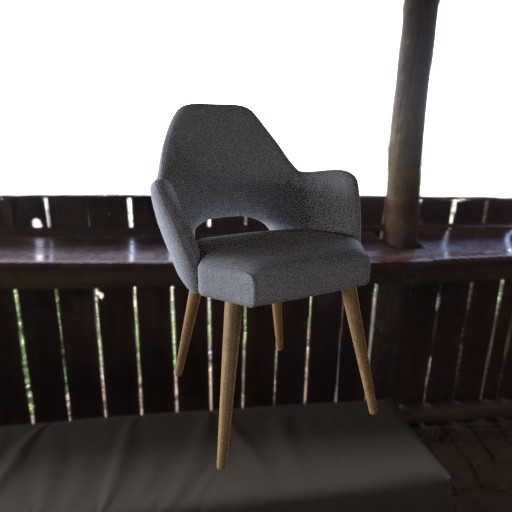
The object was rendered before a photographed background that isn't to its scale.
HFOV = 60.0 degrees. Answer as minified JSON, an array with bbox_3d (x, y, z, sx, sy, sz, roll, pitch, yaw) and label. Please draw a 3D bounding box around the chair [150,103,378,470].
[{"bbox_3d":[0.000,0.000,1.253,0.590,0.840,0.610,-8,18,-26],"label":"chair"}]
